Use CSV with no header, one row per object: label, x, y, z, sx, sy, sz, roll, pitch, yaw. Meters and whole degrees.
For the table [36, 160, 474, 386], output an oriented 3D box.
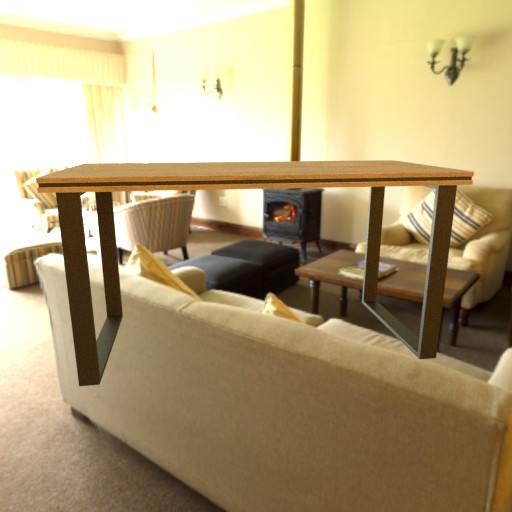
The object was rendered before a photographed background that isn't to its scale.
table,0.000,0.000,2.276,1.778,0.899,0.795,-2,16,-8
